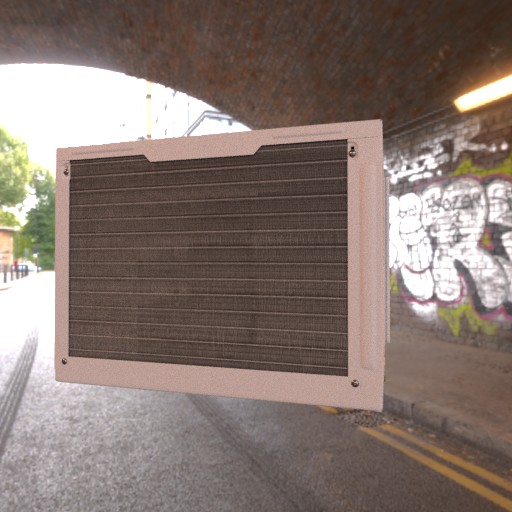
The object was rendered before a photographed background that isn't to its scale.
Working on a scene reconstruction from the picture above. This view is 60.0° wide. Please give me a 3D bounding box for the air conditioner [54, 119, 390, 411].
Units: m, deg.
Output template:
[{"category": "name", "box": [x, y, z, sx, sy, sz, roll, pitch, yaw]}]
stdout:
[{"category": "air conditioner", "box": [0.000, 0.000, 0.868, 0.503, 0.388, 0.546, 0, -1, 16]}]
